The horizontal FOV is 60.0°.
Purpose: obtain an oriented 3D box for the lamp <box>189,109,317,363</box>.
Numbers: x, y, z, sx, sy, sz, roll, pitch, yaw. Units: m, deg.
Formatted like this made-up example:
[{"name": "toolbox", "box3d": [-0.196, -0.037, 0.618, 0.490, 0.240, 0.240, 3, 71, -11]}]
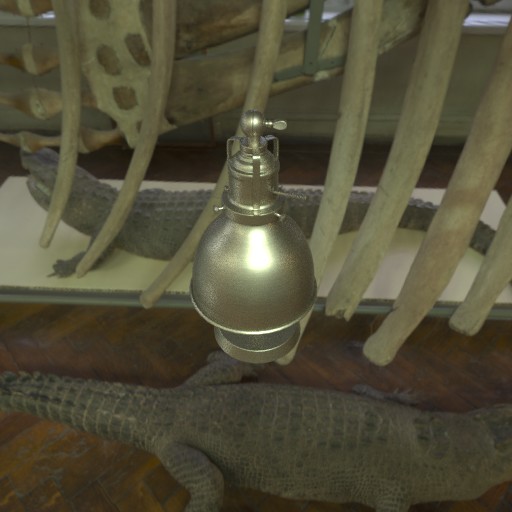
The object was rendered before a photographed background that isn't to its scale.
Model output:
[{"name": "lamp", "box3d": [0.000, 0.000, 0.584, 0.153, 0.456, 0.286, 1, 42, 1]}]
